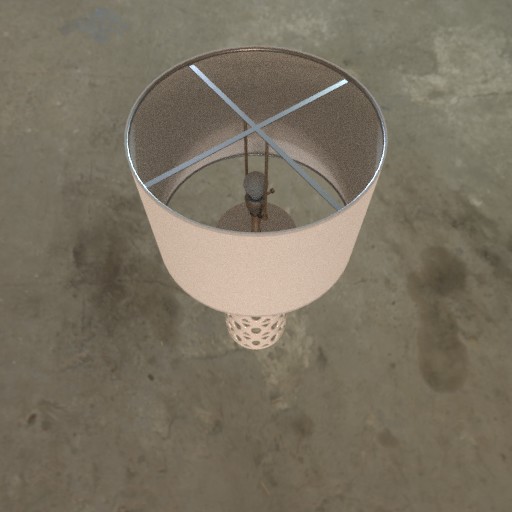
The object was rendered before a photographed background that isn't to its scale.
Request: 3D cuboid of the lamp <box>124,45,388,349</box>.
[{"bbox_3d":[0.000,0.000,0.826,0.324,0.636,0.325,-32,64,-18],"label":"lamp"}]
